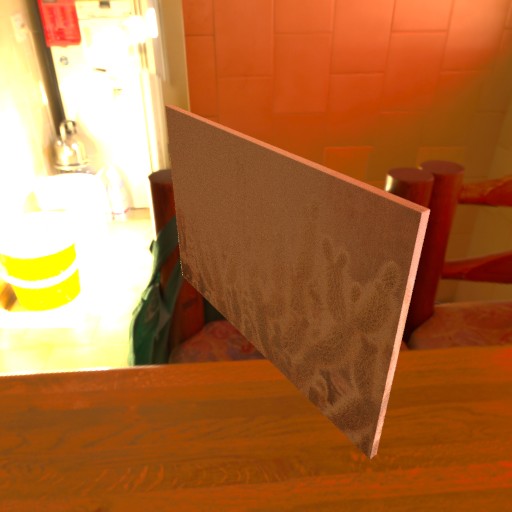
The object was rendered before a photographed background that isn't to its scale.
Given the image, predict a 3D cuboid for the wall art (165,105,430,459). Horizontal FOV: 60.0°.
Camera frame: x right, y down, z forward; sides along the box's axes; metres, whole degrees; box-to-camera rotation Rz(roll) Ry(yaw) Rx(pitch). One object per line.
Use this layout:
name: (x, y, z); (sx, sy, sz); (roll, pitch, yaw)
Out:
wall art: (0.000, 0.000, 1.937); (0.038, 1.012, 1.525); (-20, 36, -30)
